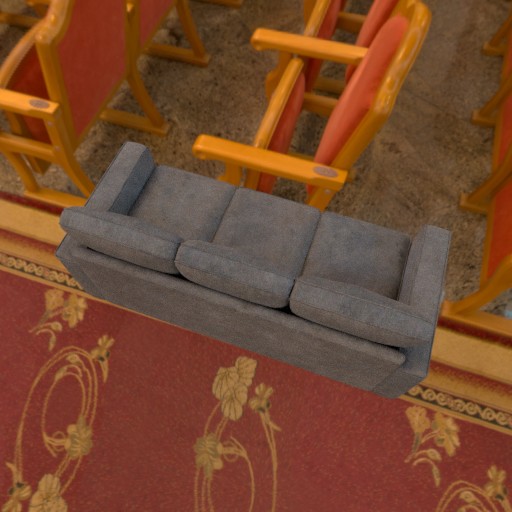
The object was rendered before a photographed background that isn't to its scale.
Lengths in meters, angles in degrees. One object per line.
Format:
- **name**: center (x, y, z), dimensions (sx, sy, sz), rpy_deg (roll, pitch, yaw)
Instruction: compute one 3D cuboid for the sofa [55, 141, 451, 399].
- **sofa**: center (0.000, 0.000, 2.698), dimensions (2.133, 0.965, 0.939), rpy_deg (17, 63, 9)
